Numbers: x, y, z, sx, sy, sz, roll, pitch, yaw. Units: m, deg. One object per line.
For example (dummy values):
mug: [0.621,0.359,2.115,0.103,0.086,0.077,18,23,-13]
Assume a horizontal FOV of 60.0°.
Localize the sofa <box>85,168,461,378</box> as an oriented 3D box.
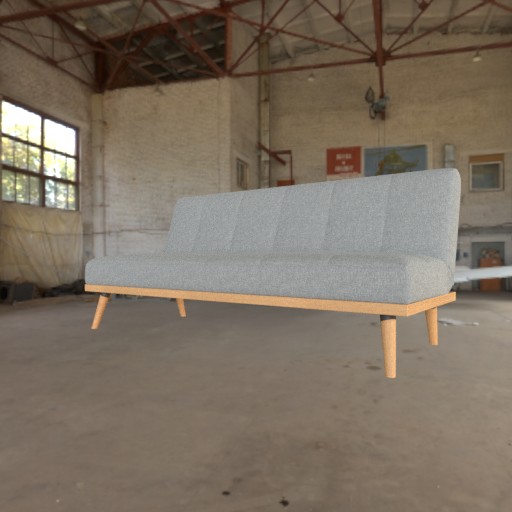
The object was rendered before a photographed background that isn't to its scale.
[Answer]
sofa: [0.000,0.000,2.263,1.820,0.800,0.800,0,0,36]
